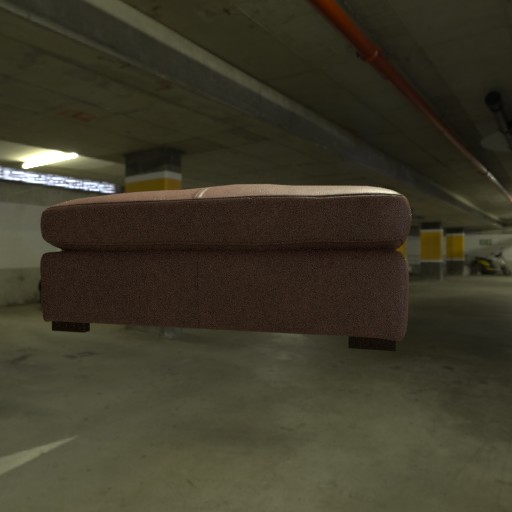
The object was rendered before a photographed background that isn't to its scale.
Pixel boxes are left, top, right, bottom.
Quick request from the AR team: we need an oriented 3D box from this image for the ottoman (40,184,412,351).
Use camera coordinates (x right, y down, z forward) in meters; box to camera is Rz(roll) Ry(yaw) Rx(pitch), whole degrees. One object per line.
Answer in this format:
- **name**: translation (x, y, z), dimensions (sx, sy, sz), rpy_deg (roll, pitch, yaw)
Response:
- **ottoman**: translation (0.000, 0.000, 1.813), dimensions (1.168, 0.490, 1.168), rpy_deg (0, 0, 17)
